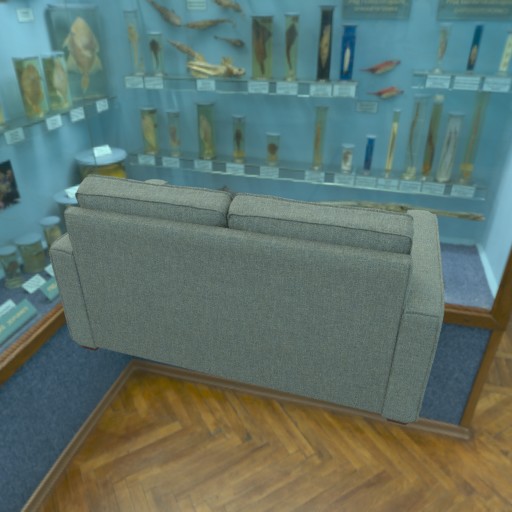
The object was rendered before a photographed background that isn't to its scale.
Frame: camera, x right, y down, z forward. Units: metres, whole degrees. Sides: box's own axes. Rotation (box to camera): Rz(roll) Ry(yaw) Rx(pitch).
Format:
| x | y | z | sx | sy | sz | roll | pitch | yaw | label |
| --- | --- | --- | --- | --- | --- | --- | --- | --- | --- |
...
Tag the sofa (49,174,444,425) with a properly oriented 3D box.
| x | y | z | sx | sy | sz | roll | pitch | yaw | label |
| --- | --- | --- | --- | --- | --- | --- | --- | --- | --- |
| 0.000 | 0.000 | 2.219 | 1.706 | 0.915 | 0.945 | 9 | 31 | 15 | sofa |
